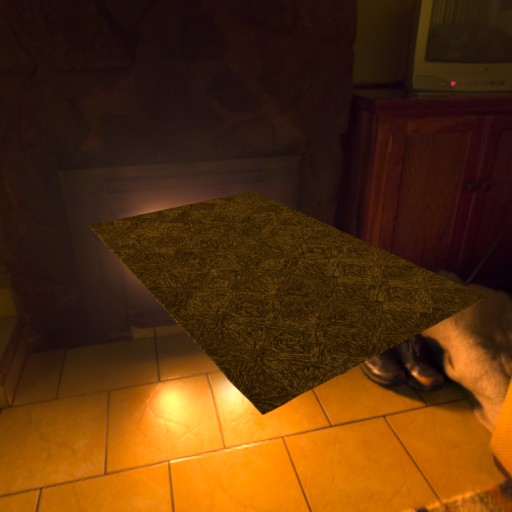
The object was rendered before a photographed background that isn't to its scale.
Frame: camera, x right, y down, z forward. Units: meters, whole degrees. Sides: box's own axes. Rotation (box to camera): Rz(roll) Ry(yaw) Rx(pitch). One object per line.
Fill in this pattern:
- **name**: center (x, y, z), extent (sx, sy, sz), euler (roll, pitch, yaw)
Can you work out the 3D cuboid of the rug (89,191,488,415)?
- **rug**: center (0.000, 0.000, 2.275), extent (1.189, 0.011, 1.808), euler (-17, 31, -30)
